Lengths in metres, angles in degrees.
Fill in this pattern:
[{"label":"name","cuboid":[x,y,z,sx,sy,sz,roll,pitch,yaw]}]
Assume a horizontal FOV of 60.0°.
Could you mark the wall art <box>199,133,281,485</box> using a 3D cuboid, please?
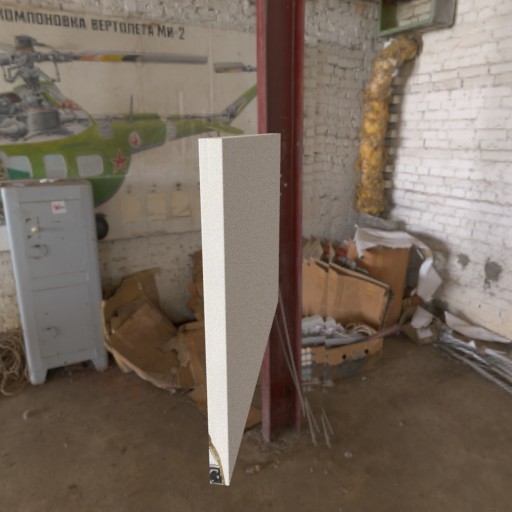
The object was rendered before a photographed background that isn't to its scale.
[{"label":"wall art","cuboid":[0.000,0.000,1.140,0.038,0.601,0.898,2,16,8]}]
